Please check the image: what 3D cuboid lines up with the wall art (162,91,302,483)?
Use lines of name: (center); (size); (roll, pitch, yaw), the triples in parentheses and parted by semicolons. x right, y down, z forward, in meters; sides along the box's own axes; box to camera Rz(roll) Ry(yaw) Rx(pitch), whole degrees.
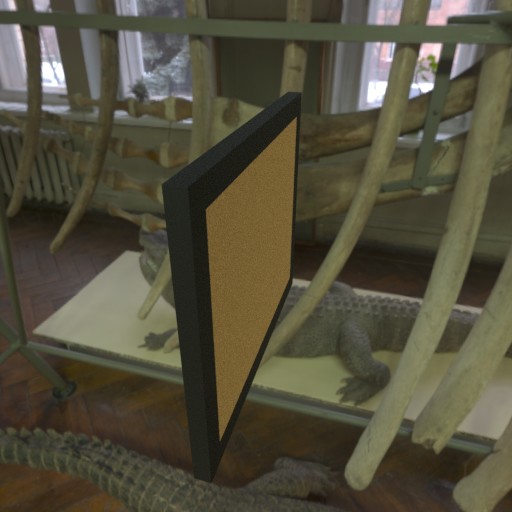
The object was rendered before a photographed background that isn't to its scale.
wall art: (0.000, 0.000, 0.776); (0.028, 0.460, 0.561); (8, 30, 14)
